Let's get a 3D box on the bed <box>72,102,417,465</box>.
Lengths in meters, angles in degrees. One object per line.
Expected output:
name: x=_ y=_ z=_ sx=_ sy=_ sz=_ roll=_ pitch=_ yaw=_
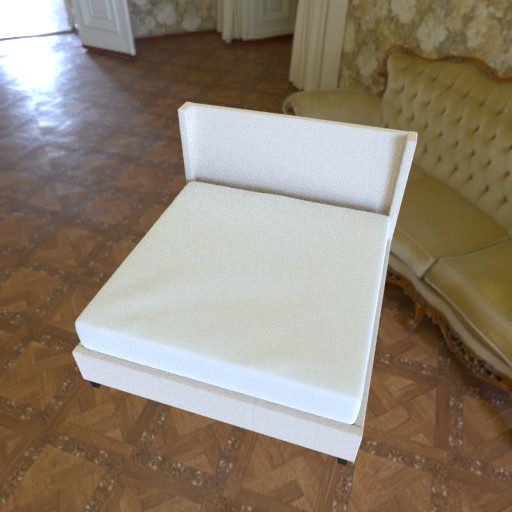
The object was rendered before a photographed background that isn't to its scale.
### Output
bed: x=0.000 y=0.000 z=3.652 sx=2.145 sy=1.471 sz=2.293 roll=12 pitch=42 yaw=13
